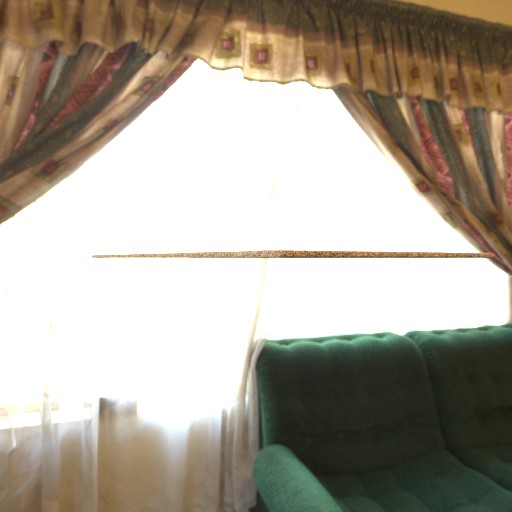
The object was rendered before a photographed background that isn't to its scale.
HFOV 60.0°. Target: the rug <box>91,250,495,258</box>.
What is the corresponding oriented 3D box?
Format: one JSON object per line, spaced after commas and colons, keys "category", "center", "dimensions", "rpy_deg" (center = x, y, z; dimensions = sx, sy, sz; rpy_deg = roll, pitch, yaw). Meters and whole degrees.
{"category": "rug", "center": [0.000, 0.000, 2.995], "dimensions": [1.524, 0.030, 2.438], "rpy_deg": [0, 0, -35]}
